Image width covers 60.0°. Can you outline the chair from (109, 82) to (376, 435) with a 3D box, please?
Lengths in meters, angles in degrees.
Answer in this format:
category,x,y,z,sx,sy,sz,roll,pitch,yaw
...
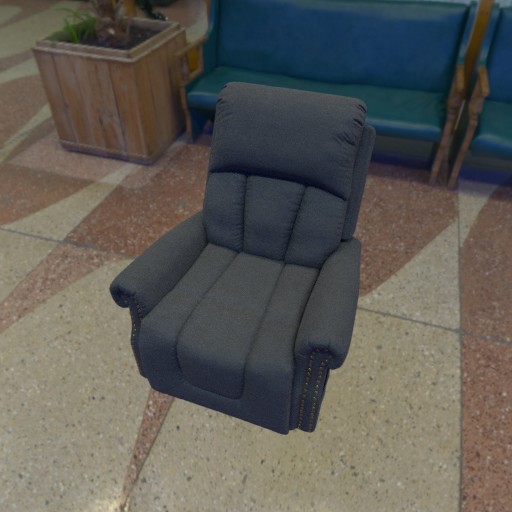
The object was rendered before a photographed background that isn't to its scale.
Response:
category,x,y,z,sx,sy,sz,roll,pitch,yaw
chair,0.000,0.000,1.767,0.871,1.031,0.979,14,44,15
